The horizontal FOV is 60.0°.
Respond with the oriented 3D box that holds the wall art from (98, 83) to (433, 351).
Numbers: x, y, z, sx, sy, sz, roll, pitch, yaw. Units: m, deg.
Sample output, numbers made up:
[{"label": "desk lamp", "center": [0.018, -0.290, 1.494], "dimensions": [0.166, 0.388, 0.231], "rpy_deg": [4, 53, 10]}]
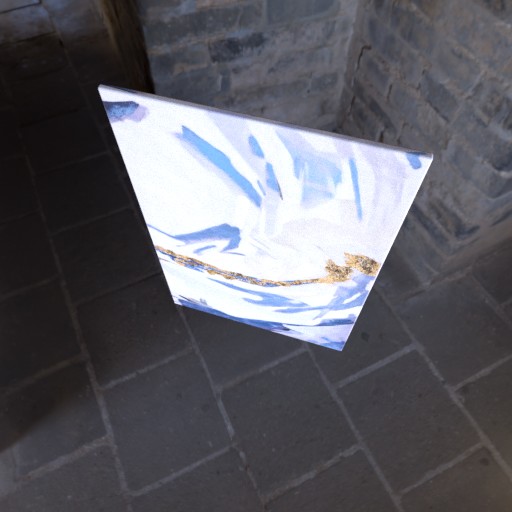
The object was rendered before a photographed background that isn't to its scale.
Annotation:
[{"label": "wall art", "center": [0.000, 0.000, 1.162], "dimensions": [0.610, 0.914, 0.016], "rpy_deg": [15, 59, 9]}]
